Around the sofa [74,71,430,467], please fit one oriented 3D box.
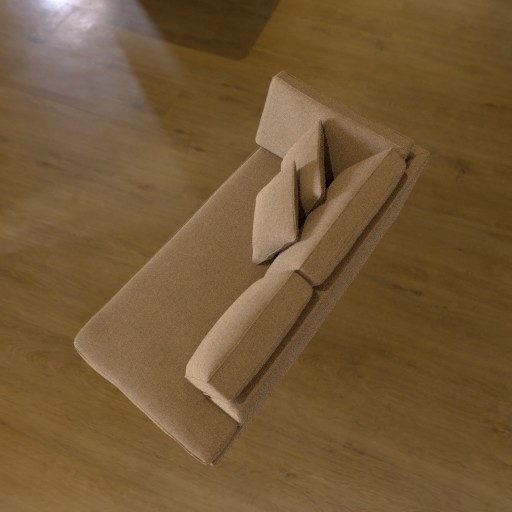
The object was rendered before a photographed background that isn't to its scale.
[{"bbox_3d":[0.000,0.000,2.796,1.110,1.019,2.238,34,68,16],"label":"sofa"}]
